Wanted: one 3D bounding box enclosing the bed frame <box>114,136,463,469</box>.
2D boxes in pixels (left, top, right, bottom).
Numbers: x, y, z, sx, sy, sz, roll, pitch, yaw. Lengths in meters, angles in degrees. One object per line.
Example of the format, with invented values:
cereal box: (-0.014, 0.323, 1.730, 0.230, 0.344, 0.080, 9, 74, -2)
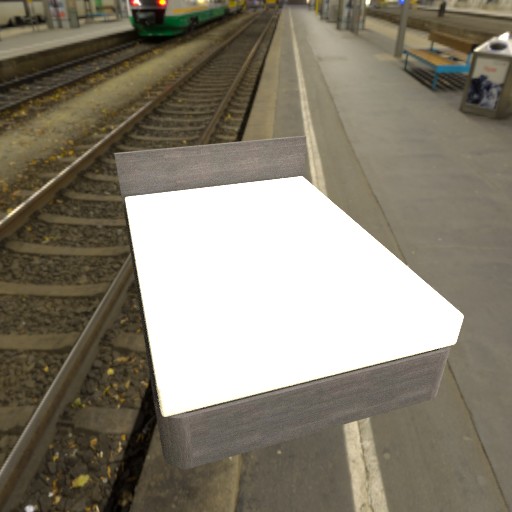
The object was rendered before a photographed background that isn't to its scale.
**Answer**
bed frame: (0.000, 0.000, 2.606, 1.400, 0.800, 1.900, -9, 32, -15)
